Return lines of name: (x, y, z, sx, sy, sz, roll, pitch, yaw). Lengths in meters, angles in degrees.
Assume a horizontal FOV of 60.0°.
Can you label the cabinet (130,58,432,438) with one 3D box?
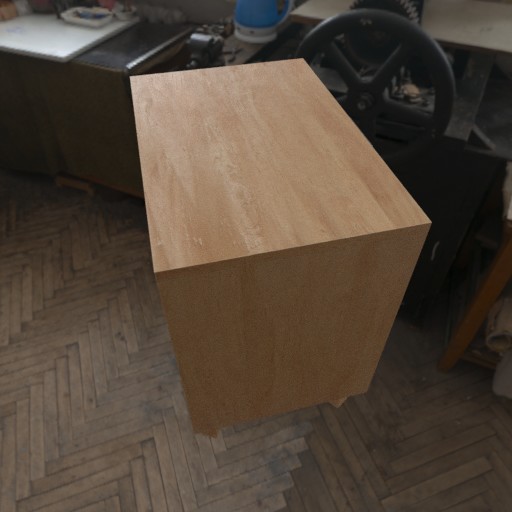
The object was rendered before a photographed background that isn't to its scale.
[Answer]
cabinet: (0.000, 0.000, 0.969, 0.394, 0.599, 0.551, -10, 47, -10)
